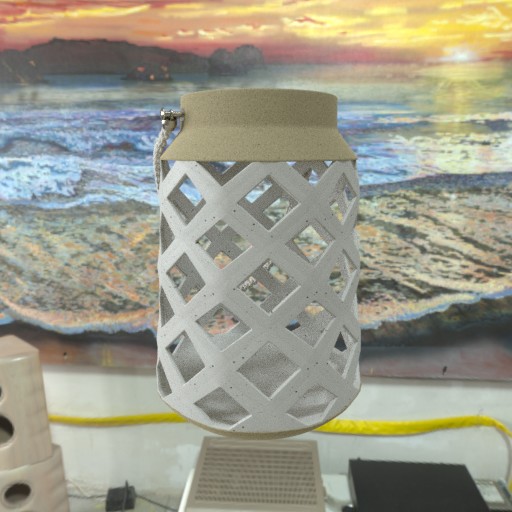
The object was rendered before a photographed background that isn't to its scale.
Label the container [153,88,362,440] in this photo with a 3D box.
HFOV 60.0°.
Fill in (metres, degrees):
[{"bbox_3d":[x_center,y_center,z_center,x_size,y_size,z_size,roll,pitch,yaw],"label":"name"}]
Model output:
[{"bbox_3d":[0.000,0.000,0.341,0.163,0.229,0.172,-7,15,-26],"label":"container"}]
